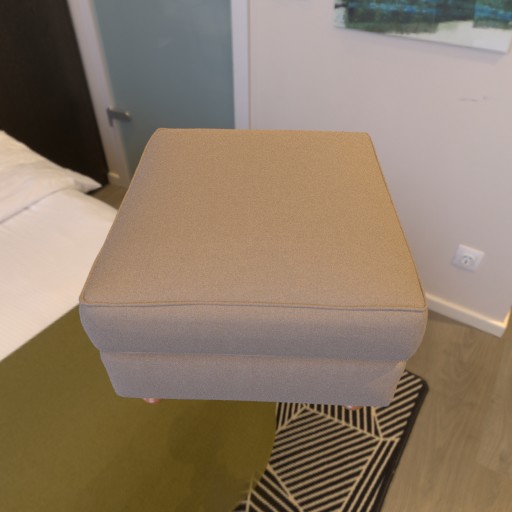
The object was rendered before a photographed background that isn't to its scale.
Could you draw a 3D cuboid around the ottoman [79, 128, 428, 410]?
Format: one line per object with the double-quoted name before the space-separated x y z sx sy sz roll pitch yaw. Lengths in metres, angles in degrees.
"ottoman" 0.000 0.000 1.152 0.662 0.505 0.721 1 41 1
